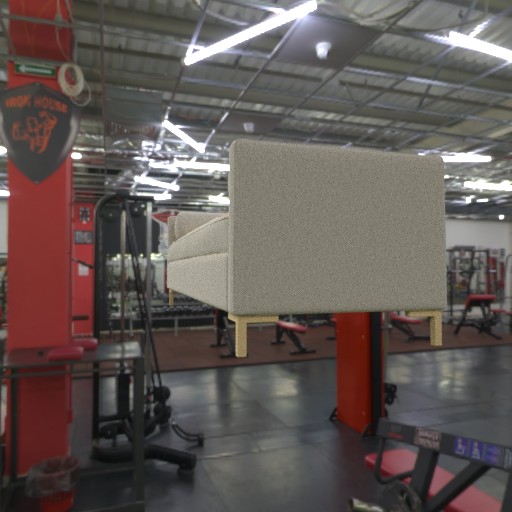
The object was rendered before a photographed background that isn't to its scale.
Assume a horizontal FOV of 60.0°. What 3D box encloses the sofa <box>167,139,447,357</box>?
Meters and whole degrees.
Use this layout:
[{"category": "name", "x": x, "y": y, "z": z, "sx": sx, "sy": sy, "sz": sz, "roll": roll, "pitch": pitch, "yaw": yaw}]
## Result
[{"category": "sofa", "x": 0.000, "y": 0.000, "z": 2.295, "sx": 0.746, "sy": 0.641, "sz": 1.985, "roll": 1, "pitch": -2, "yaw": -17}]
